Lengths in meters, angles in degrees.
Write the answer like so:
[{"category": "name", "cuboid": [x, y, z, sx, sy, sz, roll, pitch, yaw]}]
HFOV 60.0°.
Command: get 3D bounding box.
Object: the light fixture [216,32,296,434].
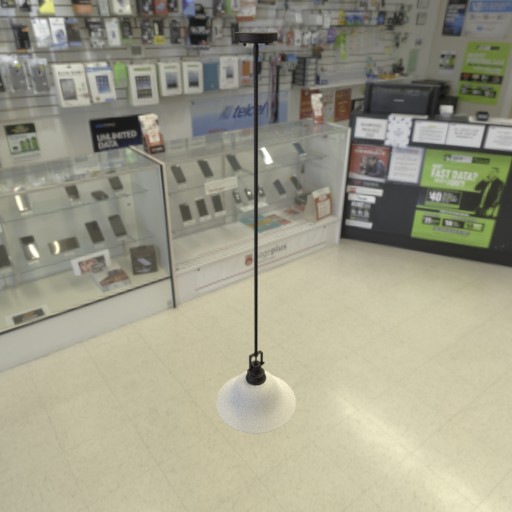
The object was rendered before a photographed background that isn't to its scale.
[{"category": "light fixture", "cuboid": [0.000, 0.000, 1.484, 0.324, 1.337, 0.324, -18, 33, -30]}]
